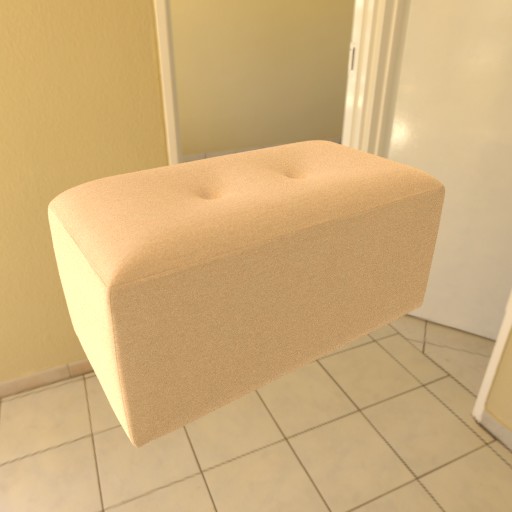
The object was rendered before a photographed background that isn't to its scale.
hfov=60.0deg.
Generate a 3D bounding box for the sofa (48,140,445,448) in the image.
[{"bbox_3d":[0.000,0.000,1.202,0.930,0.470,0.480,-18,33,-29],"label":"sofa"}]
